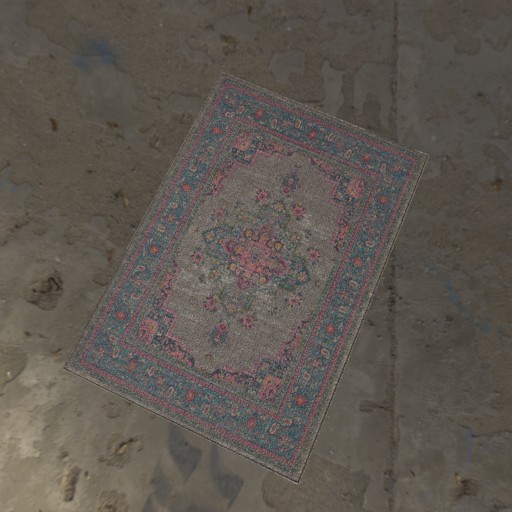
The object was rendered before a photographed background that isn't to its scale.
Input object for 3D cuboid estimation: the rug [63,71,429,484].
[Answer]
[{"bbox_3d":[0.000,0.000,3.653,2.005,0.013,2.890,24,78,5],"label":"rug"}]
